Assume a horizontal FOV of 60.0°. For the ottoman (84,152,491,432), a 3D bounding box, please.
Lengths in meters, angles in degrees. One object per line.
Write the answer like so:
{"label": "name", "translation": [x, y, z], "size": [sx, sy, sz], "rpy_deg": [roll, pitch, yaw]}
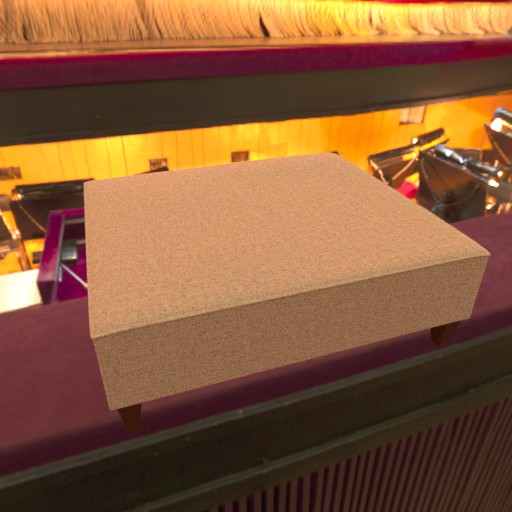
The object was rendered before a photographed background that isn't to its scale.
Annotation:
{"label": "ottoman", "translation": [0.000, 0.000, 1.212], "size": [0.835, 0.303, 0.736], "rpy_deg": [-10, 32, -16]}
